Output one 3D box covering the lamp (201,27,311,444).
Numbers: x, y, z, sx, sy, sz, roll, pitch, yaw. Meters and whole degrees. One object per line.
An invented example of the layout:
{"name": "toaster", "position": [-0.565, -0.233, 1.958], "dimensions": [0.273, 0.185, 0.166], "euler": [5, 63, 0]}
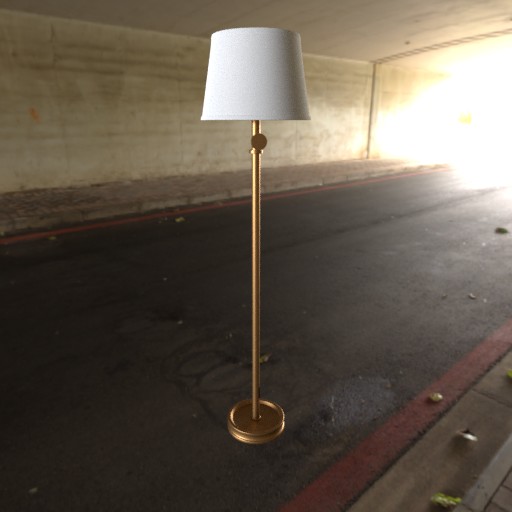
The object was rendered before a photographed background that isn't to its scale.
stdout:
{"name": "lamp", "position": [0.000, 0.000, 0.789], "dimensions": [0.178, 0.710, 0.178], "euler": [0, 17, 0]}
